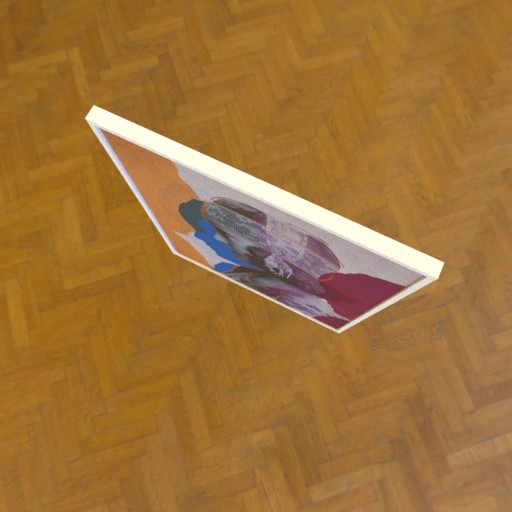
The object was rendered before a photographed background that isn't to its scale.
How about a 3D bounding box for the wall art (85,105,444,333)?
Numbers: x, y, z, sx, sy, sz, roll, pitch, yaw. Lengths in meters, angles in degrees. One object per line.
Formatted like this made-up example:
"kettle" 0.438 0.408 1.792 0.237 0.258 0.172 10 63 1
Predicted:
"wall art" 0.000 0.000 1.408 0.795 1.050 0.039 25 76 7
